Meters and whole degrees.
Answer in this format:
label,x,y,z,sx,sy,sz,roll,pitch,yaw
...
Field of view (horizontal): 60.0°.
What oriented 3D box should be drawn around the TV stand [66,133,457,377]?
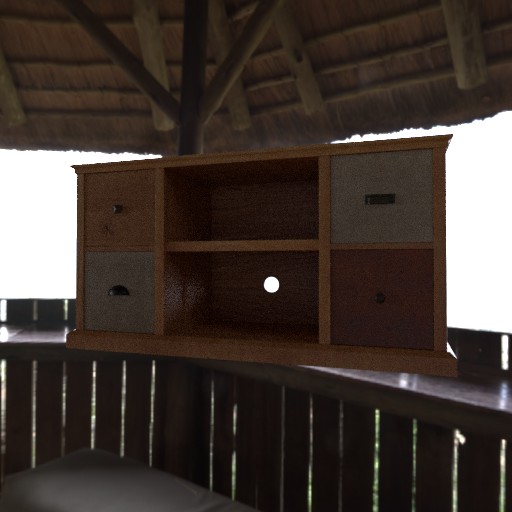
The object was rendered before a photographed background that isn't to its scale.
label,x,y,z,sx,sy,sz,roll,pitch,yaw
TV stand,0.000,0.000,1.479,1.181,0.607,0.417,0,-1,18
